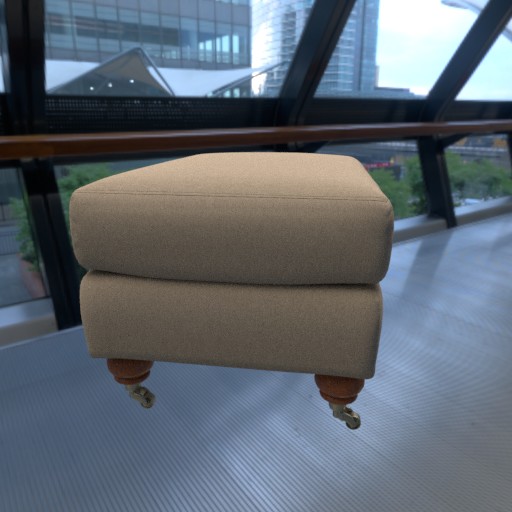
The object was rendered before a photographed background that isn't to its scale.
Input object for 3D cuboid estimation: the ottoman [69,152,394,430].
[{"bbox_3d":[0.000,0.000,1.128,0.574,0.497,0.773,3,17,9],"label":"ottoman"}]
